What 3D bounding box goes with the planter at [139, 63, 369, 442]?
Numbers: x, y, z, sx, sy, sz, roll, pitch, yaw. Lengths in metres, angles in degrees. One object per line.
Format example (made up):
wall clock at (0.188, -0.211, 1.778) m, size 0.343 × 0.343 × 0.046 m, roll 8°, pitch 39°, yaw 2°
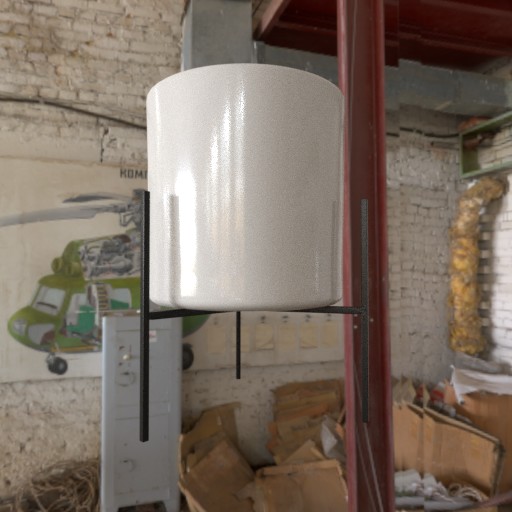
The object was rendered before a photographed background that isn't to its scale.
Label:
planter at (0.000, 0.000, 0.627) m, size 0.308 × 0.431 × 0.307 m, roll 0°, pitch -1°, yaw 19°
